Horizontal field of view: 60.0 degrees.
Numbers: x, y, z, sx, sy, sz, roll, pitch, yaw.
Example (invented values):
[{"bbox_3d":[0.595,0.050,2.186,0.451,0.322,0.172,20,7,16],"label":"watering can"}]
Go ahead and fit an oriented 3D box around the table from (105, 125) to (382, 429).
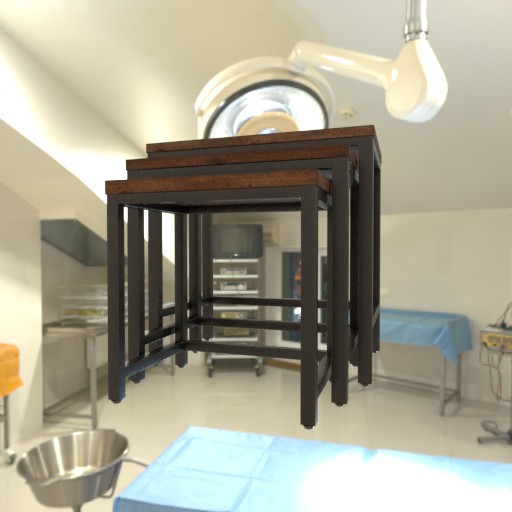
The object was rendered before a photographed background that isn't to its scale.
[{"bbox_3d":[0.000,0.000,1.175,0.608,0.616,0.660,0,1,18],"label":"table"}]
